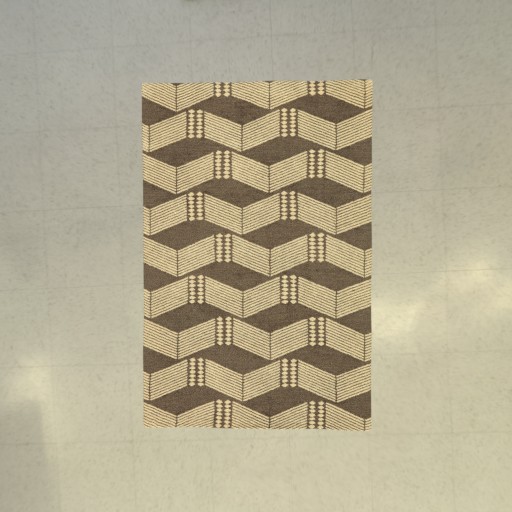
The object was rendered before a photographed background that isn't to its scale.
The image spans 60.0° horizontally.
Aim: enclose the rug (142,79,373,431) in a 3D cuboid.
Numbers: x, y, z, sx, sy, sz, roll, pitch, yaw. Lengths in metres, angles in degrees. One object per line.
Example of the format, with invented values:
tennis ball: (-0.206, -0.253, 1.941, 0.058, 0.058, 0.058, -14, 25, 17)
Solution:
rug: (0.000, 0.000, 2.335, 1.210, 0.016, 1.833, 0, 91, 2)
